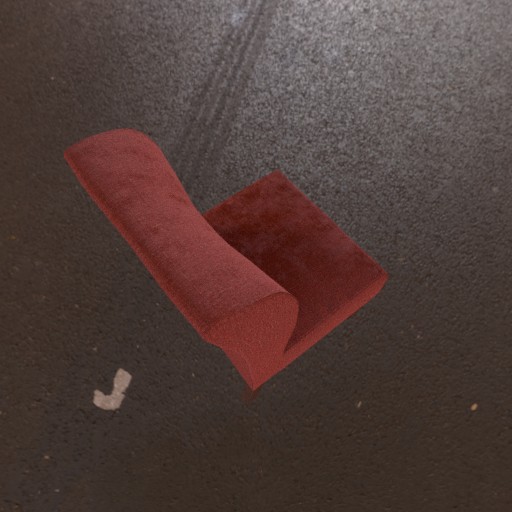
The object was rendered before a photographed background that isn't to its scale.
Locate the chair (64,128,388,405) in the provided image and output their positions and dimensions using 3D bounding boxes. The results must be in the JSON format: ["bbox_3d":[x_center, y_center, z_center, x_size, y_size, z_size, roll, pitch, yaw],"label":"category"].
[{"bbox_3d":[0.000,0.000,1.274,0.640,0.846,0.538,-33,65,-18],"label":"chair"}]
